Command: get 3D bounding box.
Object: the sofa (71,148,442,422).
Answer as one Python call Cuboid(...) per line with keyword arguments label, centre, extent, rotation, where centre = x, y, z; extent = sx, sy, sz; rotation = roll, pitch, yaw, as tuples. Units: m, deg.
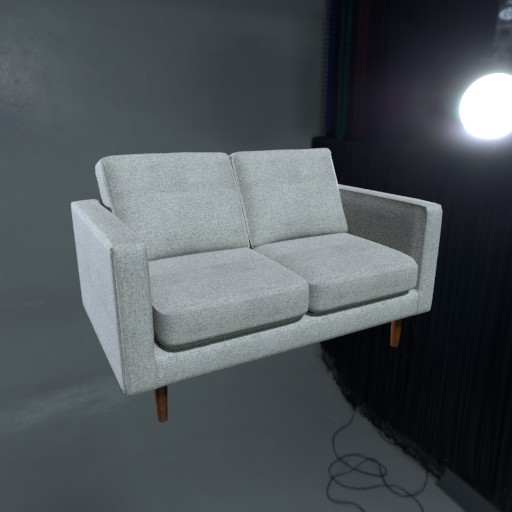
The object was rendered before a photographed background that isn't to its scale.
Cuboid(label="sofa", centre=(0.000, 0.000, 2.173), extent=(1.527, 0.973, 0.969), rotation=(-9, 19, -28))
